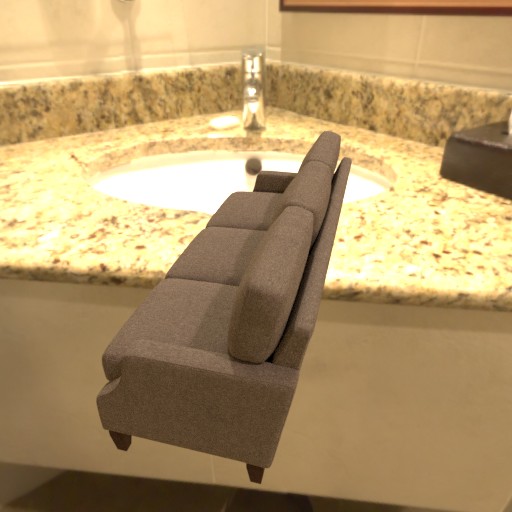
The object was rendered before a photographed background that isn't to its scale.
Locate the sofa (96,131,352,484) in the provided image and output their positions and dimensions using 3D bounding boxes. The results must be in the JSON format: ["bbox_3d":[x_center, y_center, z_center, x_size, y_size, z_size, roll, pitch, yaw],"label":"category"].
[{"bbox_3d":[0.000,0.000,2.526,0.888,0.984,2.115,7,31,13],"label":"sofa"}]
